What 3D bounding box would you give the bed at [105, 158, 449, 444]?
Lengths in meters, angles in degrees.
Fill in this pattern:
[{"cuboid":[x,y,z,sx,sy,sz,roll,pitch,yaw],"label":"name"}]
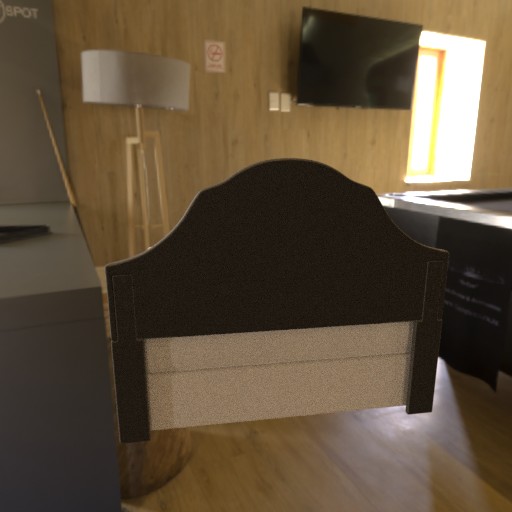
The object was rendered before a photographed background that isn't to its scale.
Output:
[{"cuboid":[0.000,0.000,3.575,2.008,1.615,2.214,-2,15,-9],"label":"bed"}]
